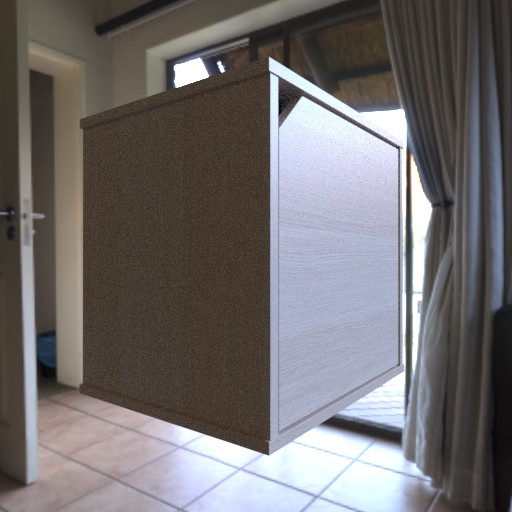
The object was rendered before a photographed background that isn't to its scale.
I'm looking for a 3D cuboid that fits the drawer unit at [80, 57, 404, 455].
[{"bbox_3d":[0.000,0.000,0.608,0.290,0.344,0.349,0,0,37],"label":"drawer unit"}]
